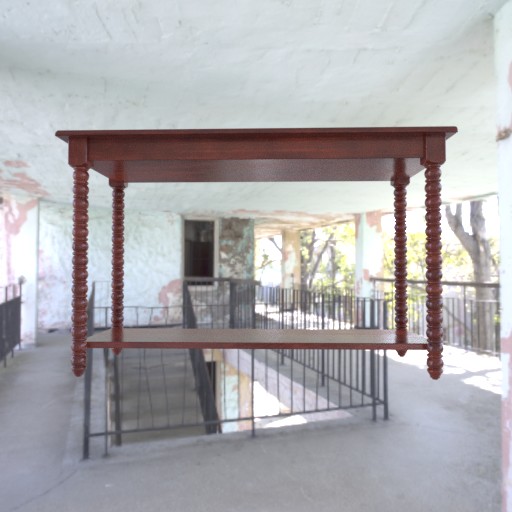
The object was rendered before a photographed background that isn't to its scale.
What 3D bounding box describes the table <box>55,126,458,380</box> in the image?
[{"bbox_3d":[0.000,0.000,1.510,1.184,0.740,0.459,0,-2,2],"label":"table"}]
